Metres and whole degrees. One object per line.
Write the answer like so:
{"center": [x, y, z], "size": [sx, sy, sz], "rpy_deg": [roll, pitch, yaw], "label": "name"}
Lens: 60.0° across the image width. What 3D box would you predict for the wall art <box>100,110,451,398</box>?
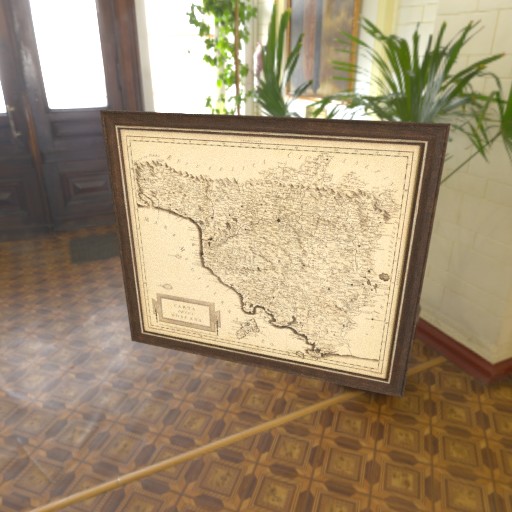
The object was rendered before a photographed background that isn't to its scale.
{"center": [0.000, 0.000, 1.445], "size": [1.033, 0.875, 0.023], "rpy_deg": [8, 25, 17], "label": "wall art"}
